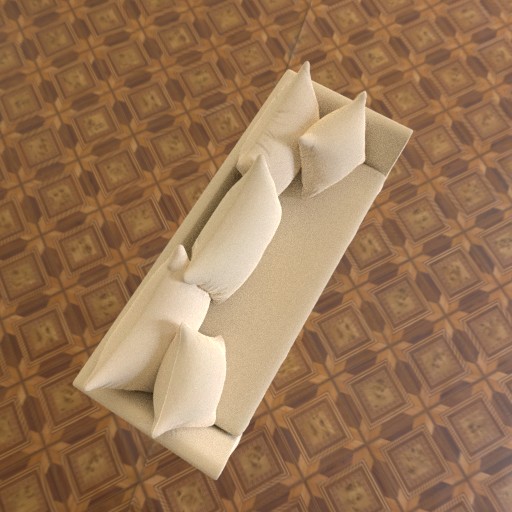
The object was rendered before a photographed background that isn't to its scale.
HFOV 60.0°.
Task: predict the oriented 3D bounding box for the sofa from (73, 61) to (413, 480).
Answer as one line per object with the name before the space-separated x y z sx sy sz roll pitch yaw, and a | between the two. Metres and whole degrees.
sofa | 0.000 0.000 2.947 1.030 1.042 2.484 30 76 8
